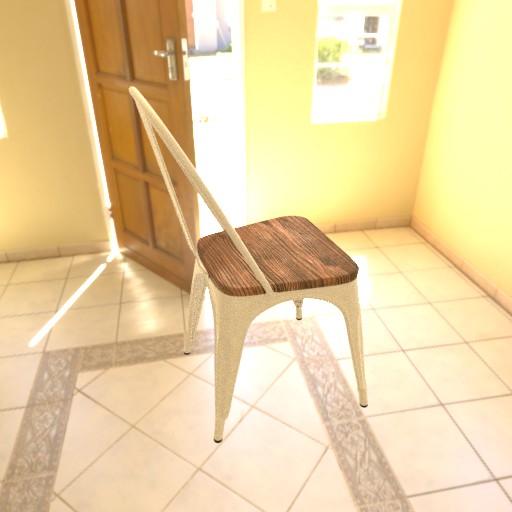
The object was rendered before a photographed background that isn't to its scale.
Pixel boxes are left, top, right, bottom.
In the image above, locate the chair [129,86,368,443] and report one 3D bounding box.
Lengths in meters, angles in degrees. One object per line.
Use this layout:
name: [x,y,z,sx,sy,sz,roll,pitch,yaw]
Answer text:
chair: [0.000,0.000,1.157,0.521,0.851,0.452,-11,31,-18]
